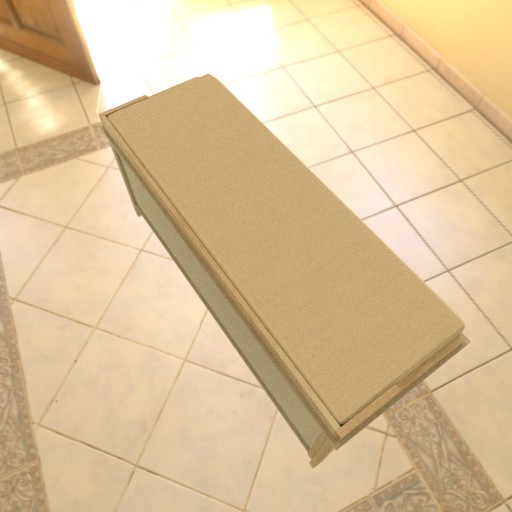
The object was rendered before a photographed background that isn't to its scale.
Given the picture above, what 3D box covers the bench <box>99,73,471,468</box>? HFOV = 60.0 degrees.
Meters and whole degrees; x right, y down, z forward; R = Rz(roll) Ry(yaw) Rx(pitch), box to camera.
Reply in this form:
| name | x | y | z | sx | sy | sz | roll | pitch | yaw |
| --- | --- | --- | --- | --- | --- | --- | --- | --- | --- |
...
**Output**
| name | x | y | z | sx | sy | sz | roll | pitch | yaw |
| --- | --- | --- | --- | --- | --- | --- | --- | --- | --- |
| bench | 0.000 | 0.000 | 1.366 | 0.398 | 0.501 | 1.140 | -31 | 63 | -18 |
